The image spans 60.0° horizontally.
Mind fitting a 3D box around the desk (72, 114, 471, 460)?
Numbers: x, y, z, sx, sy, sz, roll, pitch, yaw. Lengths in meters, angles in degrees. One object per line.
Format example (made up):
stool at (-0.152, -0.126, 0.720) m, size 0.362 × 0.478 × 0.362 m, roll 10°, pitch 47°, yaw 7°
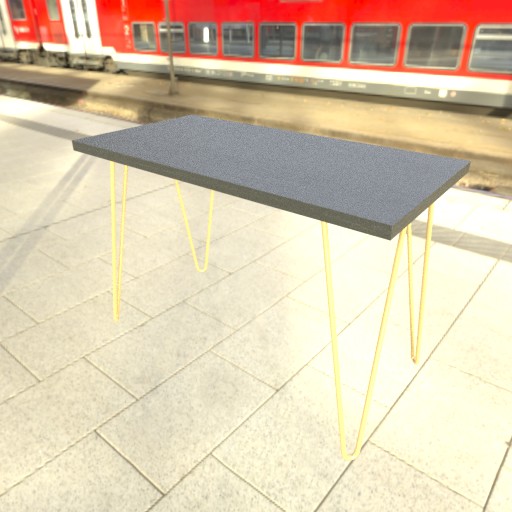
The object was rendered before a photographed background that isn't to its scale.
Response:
desk at (0.000, 0.000, 1.372) m, size 0.991 × 0.660 × 0.499 m, roll 20°, pitch 34°, yaw 33°
